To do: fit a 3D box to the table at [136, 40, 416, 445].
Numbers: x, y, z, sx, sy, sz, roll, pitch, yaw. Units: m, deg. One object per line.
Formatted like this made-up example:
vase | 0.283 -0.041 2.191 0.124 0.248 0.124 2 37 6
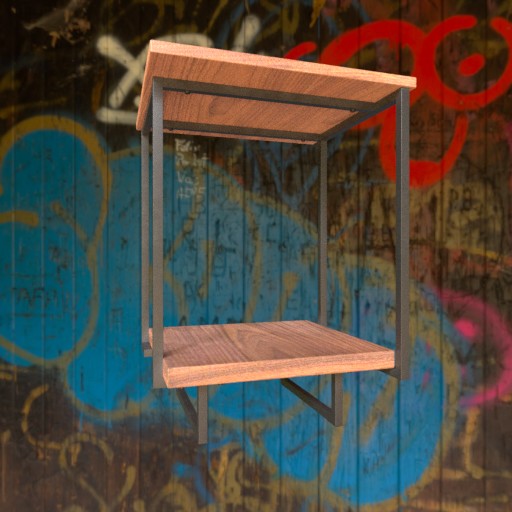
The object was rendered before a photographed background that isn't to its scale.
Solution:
table | 0.000 0.000 0.823 0.411 0.567 0.384 0 0 -18
